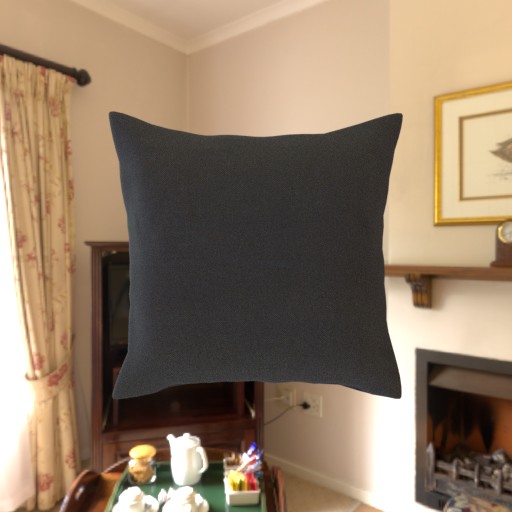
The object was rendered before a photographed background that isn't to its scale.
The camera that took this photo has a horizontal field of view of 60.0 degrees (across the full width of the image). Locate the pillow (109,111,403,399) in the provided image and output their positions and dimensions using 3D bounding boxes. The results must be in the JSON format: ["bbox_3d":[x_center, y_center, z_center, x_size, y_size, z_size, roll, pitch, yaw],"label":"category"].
[{"bbox_3d":[0.000,0.000,0.701,0.463,0.454,0.173,0,1,0],"label":"pillow"}]
